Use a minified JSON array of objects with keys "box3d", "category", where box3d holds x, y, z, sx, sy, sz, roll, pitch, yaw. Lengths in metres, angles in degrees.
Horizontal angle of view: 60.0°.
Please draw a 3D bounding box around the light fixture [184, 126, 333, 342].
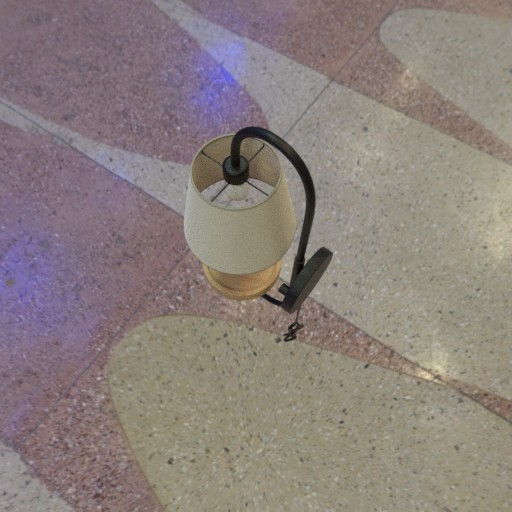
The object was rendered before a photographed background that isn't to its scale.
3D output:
[{"box3d":[0.000,0.000,0.951,0.299,0.821,0.220,35,70,15],"category":"light fixture"}]
